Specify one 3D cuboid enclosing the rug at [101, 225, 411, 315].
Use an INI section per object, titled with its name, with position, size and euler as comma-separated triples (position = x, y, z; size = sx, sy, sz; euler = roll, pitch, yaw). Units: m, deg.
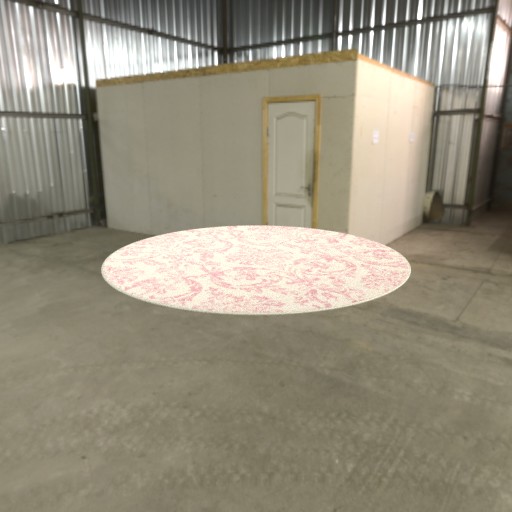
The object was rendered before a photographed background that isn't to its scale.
[rug]
position = 0.000, 0.000, 2.405
size = 1.593, 0.012, 1.593
euler = 0, 16, 0
